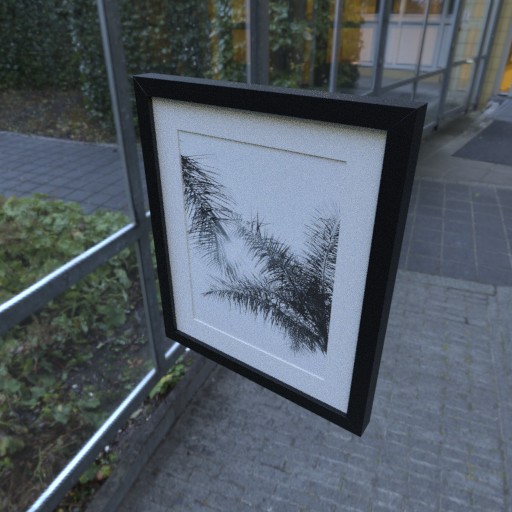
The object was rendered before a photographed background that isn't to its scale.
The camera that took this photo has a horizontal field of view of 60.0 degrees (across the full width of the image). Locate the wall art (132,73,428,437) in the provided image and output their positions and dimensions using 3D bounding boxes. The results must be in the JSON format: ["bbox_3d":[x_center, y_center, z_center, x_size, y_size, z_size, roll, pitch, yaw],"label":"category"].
[{"bbox_3d":[0.000,0.000,0.528,0.325,0.380,0.028,19,34,30],"label":"wall art"}]
